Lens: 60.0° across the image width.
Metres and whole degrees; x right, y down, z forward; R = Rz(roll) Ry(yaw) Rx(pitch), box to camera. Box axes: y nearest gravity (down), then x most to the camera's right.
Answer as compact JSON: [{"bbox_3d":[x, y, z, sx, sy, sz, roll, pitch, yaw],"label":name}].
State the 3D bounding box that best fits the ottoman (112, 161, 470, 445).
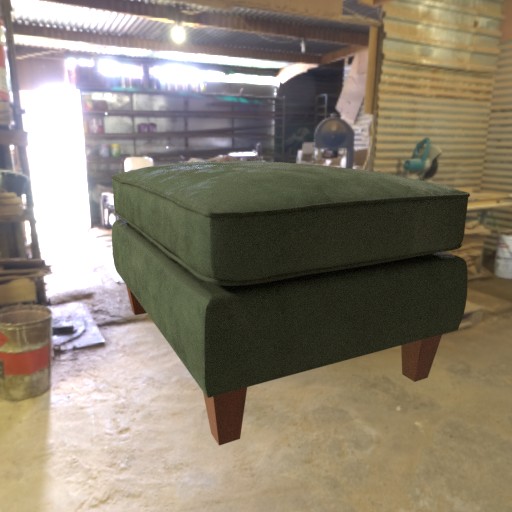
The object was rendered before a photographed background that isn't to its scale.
[{"bbox_3d":[0.000,0.000,1.205,0.632,0.495,0.864,-7,16,-26],"label":"ottoman"}]
